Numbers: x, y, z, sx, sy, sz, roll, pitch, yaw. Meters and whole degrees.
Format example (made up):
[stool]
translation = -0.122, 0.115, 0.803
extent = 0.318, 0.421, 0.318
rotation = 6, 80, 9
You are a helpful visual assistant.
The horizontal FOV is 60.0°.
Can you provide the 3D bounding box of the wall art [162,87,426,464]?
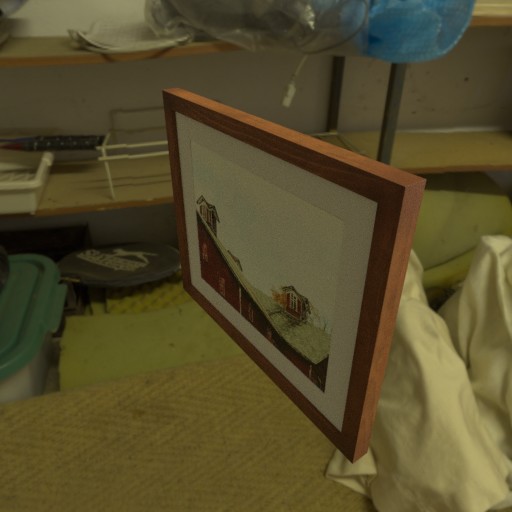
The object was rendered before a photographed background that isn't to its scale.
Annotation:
[wall art]
translation = 0.000, 0.000, 0.760
extent = 0.033, 0.457, 0.558
rotation = -21, 37, -29
